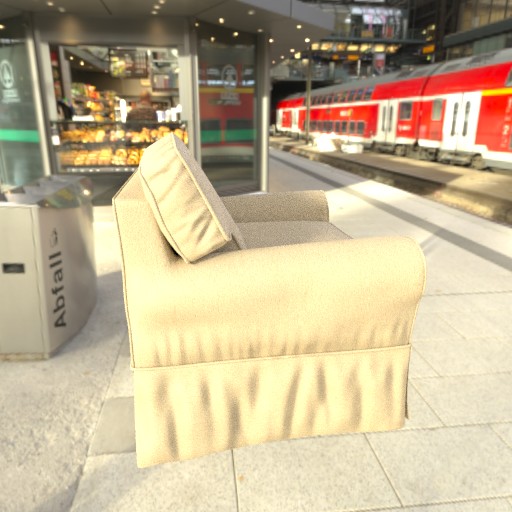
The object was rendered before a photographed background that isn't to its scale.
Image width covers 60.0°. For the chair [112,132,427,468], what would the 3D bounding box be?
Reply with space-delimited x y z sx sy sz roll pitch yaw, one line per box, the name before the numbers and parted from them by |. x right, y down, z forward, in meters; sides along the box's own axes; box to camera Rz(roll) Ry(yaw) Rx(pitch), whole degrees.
chair | 0.000 0.000 1.741 0.903 0.937 1.096 -3 18 -9
